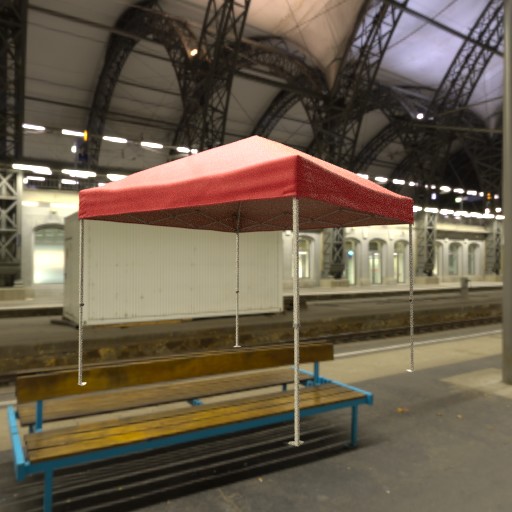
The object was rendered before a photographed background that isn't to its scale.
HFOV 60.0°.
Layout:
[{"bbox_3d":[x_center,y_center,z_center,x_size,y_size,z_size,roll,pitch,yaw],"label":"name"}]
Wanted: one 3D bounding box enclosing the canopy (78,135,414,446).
[{"bbox_3d":[0.000,0.000,5.496,2.996,2.997,2.998,-1,-1,36],"label":"canopy"}]
